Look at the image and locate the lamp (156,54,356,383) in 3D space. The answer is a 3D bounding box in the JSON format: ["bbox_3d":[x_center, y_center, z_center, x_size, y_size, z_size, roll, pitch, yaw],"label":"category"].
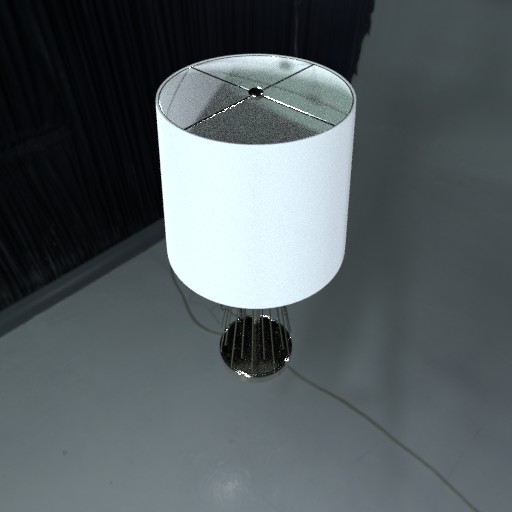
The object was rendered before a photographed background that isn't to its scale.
[{"bbox_3d":[0.000,0.000,0.793,0.303,0.618,0.303,0,45,0],"label":"lamp"}]
